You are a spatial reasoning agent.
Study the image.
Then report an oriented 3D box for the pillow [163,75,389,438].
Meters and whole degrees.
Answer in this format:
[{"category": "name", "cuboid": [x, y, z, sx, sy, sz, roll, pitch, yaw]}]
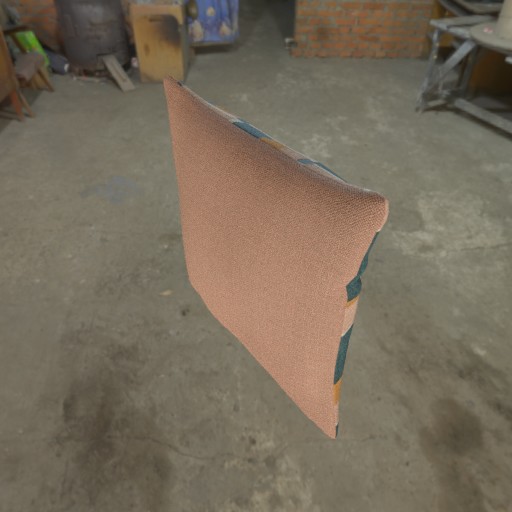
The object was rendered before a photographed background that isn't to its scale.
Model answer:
[{"category": "pillow", "cuboid": [0.000, 0.000, 0.746, 0.158, 0.479, 0.478, -25, 46, -27]}]
